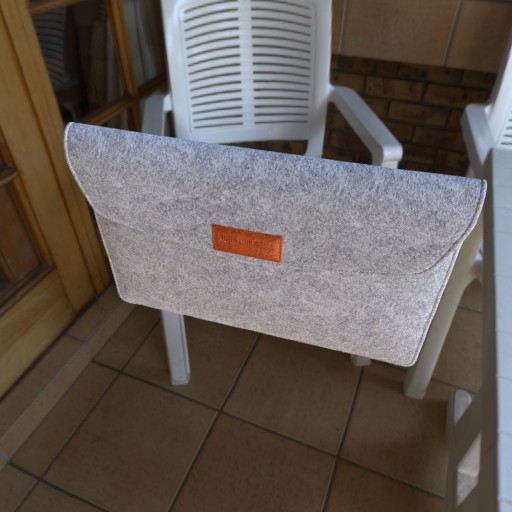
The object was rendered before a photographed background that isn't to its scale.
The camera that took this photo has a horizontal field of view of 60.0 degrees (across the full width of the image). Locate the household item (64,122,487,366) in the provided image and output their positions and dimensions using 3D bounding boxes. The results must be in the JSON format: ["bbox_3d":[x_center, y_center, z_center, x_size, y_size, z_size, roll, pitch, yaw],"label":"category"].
[{"bbox_3d":[0.000,0.000,0.416,0.335,0.221,0.057,11,42,12],"label":"household item"}]
